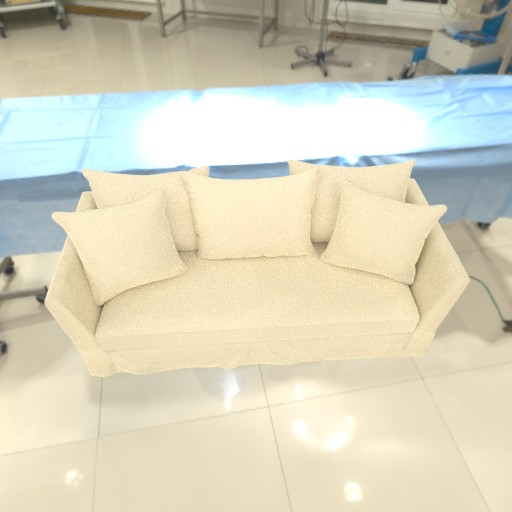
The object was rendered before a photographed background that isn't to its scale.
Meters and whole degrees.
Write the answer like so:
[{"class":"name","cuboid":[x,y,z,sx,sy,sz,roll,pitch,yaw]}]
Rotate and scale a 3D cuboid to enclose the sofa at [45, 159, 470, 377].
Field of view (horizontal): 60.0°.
[{"class":"sofa","cuboid":[0.000,0.000,2.854,2.290,1.034,1.031,-3,45,-3]}]
